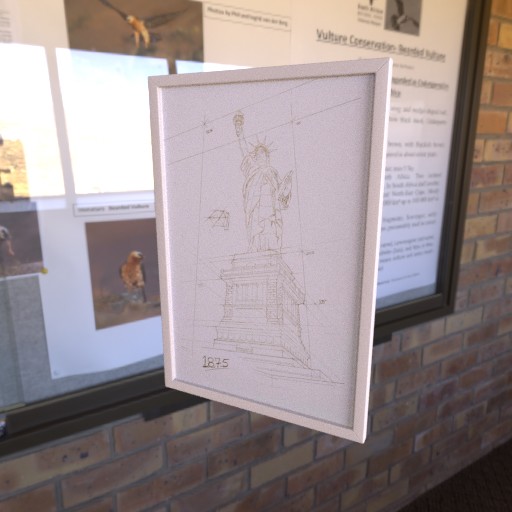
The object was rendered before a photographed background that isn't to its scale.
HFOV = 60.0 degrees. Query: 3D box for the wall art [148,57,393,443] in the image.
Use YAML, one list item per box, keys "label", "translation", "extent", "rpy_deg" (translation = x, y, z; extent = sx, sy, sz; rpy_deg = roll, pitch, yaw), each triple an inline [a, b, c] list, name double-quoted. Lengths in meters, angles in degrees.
- label: "wall art"
  translation: [0.000, 0.000, 1.503]
  extent: [0.808, 1.183, 0.038]
  rpy_deg: [7, 16, 25]
